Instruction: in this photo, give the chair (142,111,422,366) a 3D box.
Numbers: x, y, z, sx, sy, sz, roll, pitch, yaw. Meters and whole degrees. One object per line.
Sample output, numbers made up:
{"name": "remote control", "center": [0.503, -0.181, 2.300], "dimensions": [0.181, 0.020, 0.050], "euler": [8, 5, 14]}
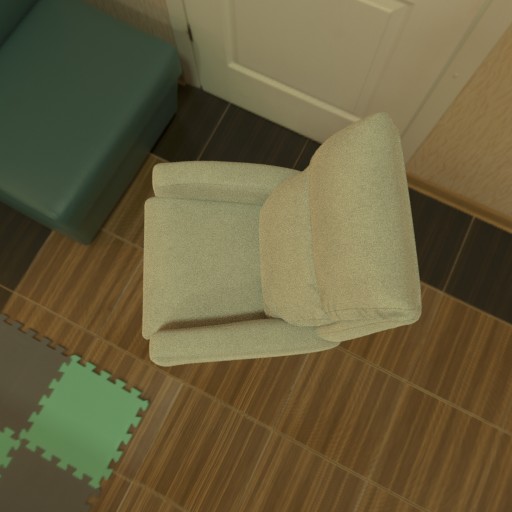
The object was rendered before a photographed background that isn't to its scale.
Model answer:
{"name": "chair", "center": [0.000, 0.000, 1.703], "dimensions": [0.940, 1.021, 0.794], "euler": [-2, 76, -1]}
